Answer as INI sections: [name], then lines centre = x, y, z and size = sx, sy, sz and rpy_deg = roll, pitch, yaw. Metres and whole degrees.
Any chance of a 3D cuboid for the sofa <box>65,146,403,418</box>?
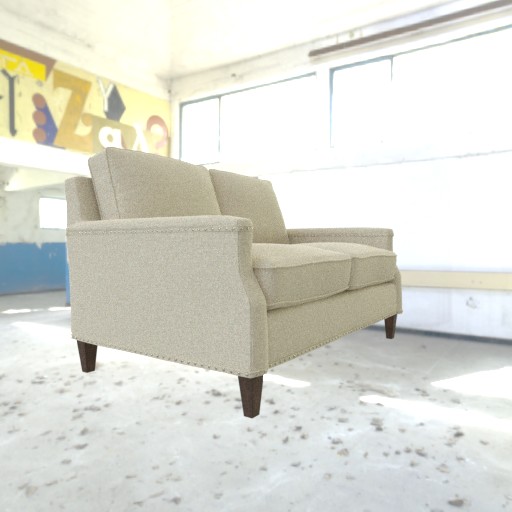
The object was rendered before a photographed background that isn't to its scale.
[sofa]
centre = 0.000, 0.000, 2.308
size = 1.084, 1.003, 1.597
rpy_deg = 1, 2, 35
